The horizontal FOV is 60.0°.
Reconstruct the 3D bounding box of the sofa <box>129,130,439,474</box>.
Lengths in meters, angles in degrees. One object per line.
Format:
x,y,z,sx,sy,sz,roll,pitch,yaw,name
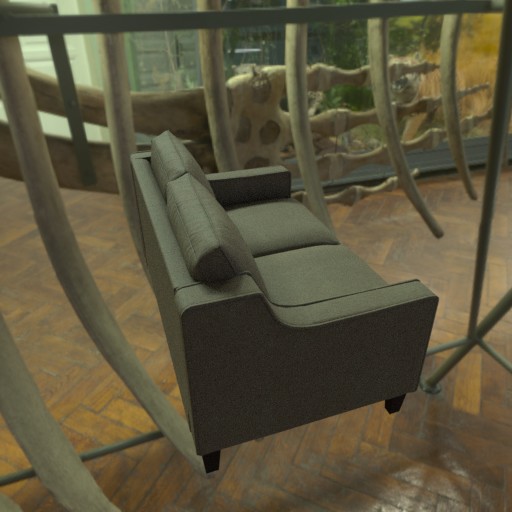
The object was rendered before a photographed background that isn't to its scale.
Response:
0.000,0.000,2.177,0.985,0.981,1.503,-10,32,-17,sofa
